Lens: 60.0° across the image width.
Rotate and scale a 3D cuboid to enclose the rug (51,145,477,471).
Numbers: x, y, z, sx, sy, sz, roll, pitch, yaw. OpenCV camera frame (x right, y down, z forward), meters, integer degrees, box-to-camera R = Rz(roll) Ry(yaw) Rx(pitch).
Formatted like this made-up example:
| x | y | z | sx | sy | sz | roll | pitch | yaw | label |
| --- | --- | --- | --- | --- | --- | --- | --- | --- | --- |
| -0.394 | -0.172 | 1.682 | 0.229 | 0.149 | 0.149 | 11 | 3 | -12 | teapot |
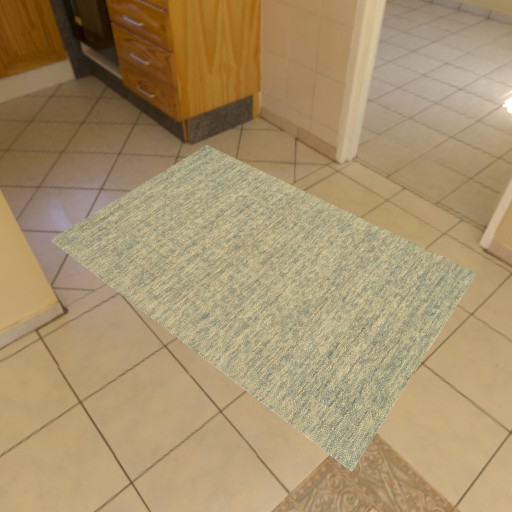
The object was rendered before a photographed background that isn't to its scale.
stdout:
| x | y | z | sx | sy | sz | roll | pitch | yaw | label |
| --- | --- | --- | --- | --- | --- | --- | --- | --- | --- |
| 0.000 | 0.000 | 2.165 | 1.752 | 0.006 | 1.142 | 30 | 53 | 26 | rug |
